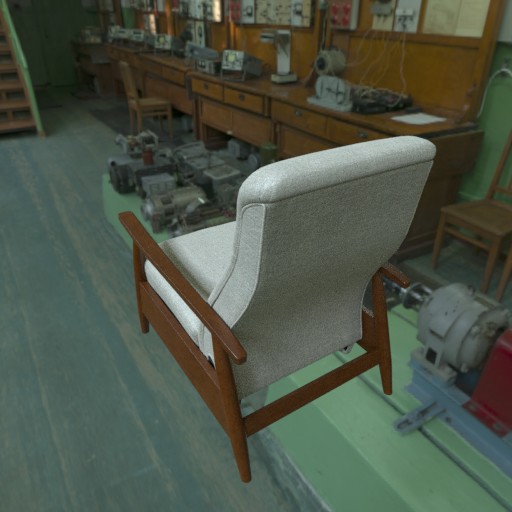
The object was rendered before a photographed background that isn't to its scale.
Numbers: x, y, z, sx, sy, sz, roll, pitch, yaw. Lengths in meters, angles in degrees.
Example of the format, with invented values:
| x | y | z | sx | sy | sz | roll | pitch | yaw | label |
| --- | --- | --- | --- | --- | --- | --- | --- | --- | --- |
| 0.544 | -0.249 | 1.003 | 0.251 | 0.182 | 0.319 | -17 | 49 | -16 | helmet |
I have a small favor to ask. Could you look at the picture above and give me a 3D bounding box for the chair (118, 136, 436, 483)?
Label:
| x | y | z | sx | sy | sz | roll | pitch | yaw | label |
| --- | --- | --- | --- | --- | --- | --- | --- | --- | --- |
| 0.000 | 0.000 | 1.758 | 0.762 | 1.082 | 1.014 | -18 | 35 | -29 | chair |
